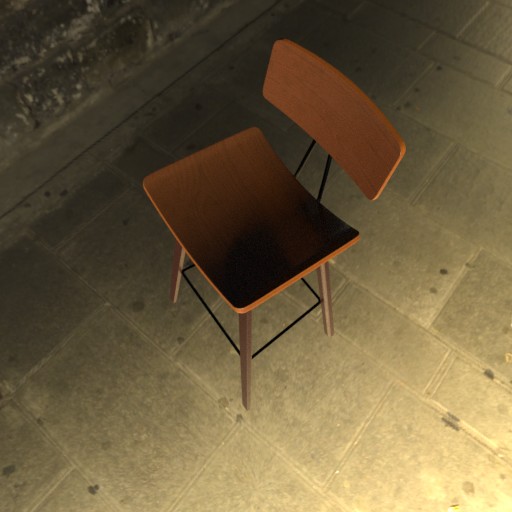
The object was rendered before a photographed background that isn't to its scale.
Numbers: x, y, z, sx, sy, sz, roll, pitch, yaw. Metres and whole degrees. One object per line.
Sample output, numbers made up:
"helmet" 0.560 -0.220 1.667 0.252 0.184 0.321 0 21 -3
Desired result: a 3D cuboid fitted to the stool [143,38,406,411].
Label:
"stool" 0.000 0.000 1.218 0.440 0.969 0.509 -33 67 -16
